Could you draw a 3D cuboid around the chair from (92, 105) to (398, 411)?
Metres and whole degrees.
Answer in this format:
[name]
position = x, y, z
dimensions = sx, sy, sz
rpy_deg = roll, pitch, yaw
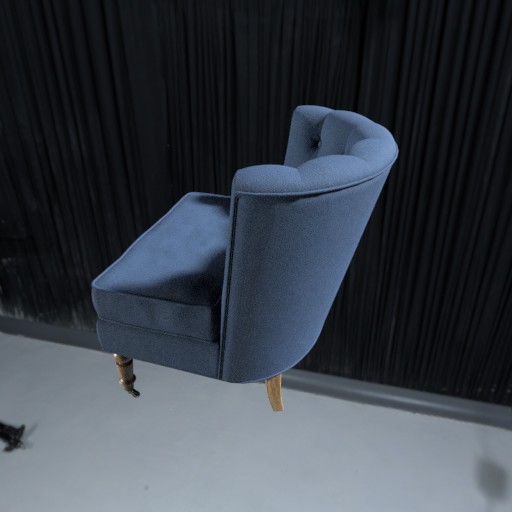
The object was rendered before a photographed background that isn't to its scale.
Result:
[chair]
position = 0.000, 0.000, 1.333
dimensions = 0.718, 0.771, 0.740
rpy_deg = 8, 31, 13
